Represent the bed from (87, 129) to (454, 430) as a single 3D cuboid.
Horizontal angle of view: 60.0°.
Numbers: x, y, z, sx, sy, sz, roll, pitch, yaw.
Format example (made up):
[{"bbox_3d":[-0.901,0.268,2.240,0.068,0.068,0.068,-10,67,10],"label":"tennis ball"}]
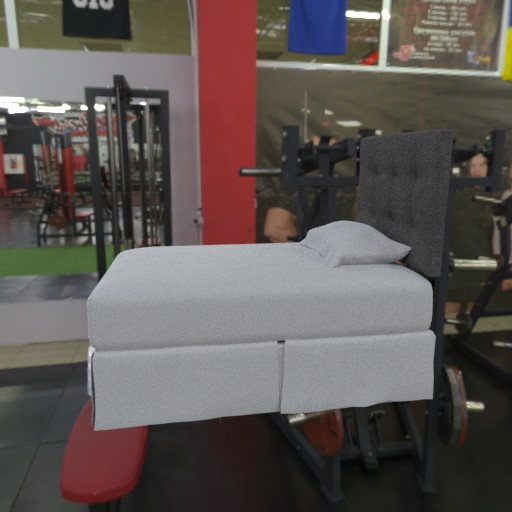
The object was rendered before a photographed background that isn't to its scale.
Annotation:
[{"bbox_3d":[0.000,0.000,2.916,1.997,1.571,1.261,-2,13,-8],"label":"bed"}]
